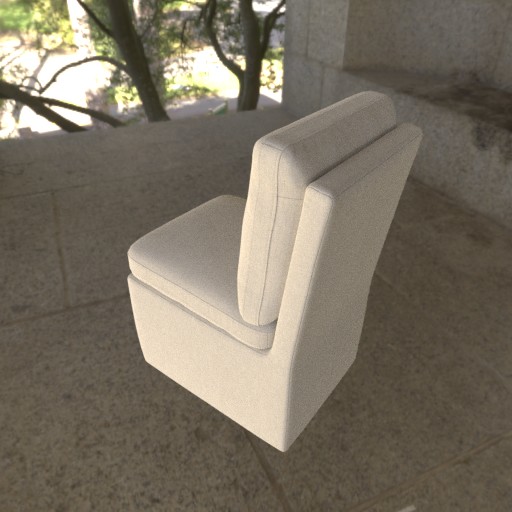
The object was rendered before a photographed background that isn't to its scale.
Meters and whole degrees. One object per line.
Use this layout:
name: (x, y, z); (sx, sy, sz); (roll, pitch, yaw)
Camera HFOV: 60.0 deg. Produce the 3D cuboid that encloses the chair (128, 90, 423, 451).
chair: (0.000, 0.000, 1.329); (0.698, 0.927, 0.503); (23, 40, 30)
